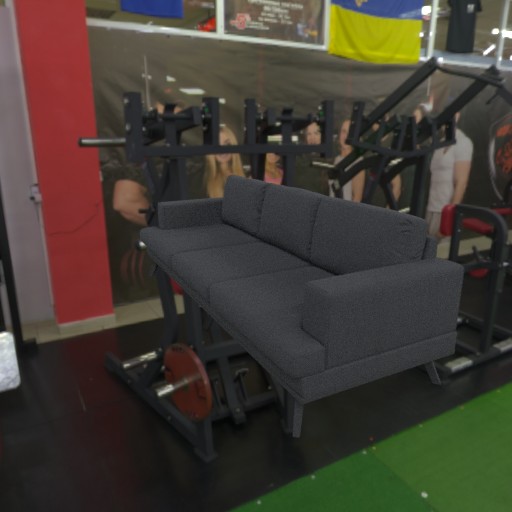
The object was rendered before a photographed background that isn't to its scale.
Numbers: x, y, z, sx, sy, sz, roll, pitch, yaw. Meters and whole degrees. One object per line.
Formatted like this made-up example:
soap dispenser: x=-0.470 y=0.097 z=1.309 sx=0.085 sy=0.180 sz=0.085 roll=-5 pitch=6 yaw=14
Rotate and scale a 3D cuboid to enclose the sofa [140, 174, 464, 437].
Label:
sofa: x=0.000 y=0.000 z=2.784 sx=0.920 sy=0.810 sz=2.310 roll=-8 pitch=19 yaw=-26
